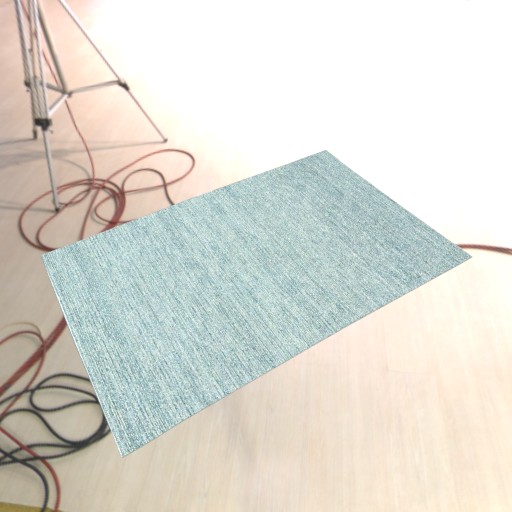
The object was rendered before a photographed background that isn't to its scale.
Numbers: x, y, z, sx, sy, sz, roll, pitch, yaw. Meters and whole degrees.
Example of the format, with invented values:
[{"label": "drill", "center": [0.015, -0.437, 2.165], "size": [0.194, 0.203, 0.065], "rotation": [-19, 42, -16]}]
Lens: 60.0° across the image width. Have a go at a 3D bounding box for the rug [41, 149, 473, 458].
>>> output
[{"label": "rug", "center": [0.000, 0.000, 2.241], "size": [1.853, 0.022, 1.174], "rotation": [-24, 51, -22]}]
